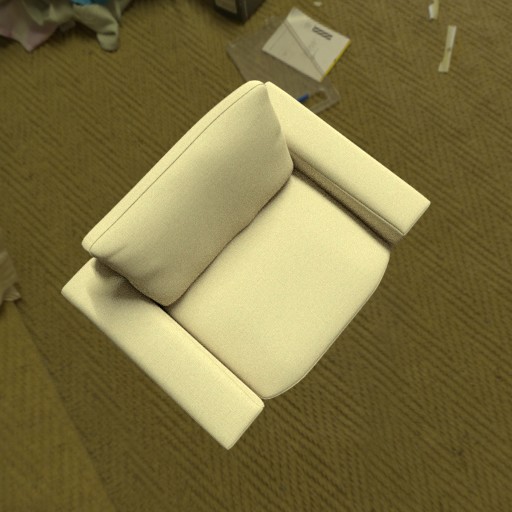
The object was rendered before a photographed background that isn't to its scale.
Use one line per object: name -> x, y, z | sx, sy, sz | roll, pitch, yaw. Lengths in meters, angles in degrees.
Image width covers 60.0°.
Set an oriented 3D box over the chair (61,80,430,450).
chair -> 0.000, 0.000, 2.051 | 1.039, 0.915, 1.398 | 40, 79, 9
